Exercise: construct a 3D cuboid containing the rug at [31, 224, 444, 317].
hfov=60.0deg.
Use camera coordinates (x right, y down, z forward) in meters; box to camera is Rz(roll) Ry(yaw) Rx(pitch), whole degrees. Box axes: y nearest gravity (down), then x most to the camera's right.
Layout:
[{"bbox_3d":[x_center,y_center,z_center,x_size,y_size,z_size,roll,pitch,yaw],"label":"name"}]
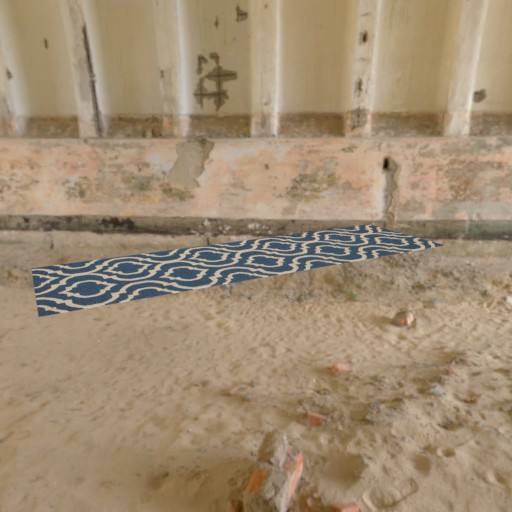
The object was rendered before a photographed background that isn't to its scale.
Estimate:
[{"bbox_3d":[0.000,0.000,2.545,2.296,0.006,0.685,-9,18,-27],"label":"rug"}]
